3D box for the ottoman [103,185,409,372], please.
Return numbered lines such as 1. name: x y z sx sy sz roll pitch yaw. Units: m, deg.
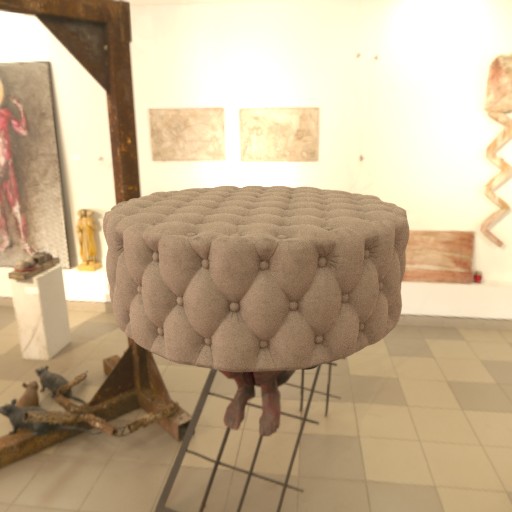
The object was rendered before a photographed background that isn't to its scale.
1. ottoman: 0.000 0.000 1.541 0.998 0.399 0.998 0 16 0
